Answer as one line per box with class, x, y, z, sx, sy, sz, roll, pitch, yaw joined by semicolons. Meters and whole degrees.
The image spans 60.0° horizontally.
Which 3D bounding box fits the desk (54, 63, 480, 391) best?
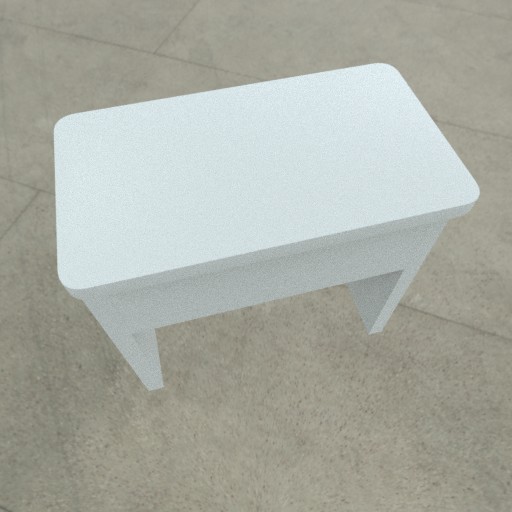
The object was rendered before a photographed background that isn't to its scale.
desk;0.000;0.000;1.218;0.790;0.760;0.446;-13;58;-8
